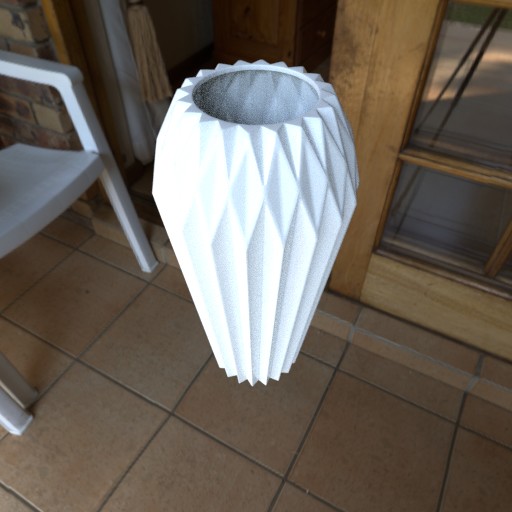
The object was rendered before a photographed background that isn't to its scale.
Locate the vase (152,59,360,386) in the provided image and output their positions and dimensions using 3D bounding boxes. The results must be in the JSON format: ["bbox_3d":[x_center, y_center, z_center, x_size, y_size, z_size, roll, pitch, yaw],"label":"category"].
[{"bbox_3d":[0.000,0.000,0.340,0.133,0.263,0.133,0,46,0],"label":"vase"}]
